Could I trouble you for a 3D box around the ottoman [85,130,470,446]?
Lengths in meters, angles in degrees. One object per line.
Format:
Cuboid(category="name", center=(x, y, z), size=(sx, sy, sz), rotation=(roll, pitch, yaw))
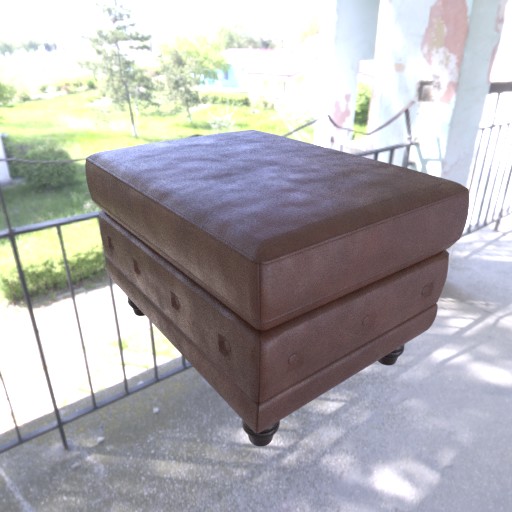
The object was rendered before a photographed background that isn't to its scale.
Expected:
Cuboid(category="ottoman", center=(0.000, 0.000, 1.169), size=(0.588, 0.509, 0.795), rotation=(-19, 32, -33))
